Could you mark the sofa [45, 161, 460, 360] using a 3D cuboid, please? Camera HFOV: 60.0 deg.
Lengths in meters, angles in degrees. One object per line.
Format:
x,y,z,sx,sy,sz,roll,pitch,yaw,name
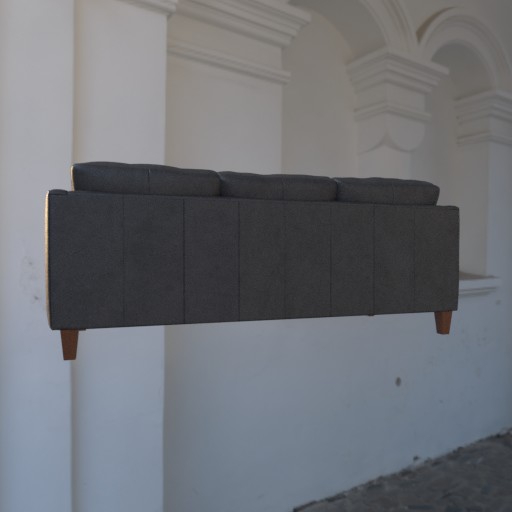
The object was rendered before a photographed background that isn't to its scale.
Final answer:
0.000,0.000,2.974,2.464,1.006,1.045,0,0,-18,sofa
